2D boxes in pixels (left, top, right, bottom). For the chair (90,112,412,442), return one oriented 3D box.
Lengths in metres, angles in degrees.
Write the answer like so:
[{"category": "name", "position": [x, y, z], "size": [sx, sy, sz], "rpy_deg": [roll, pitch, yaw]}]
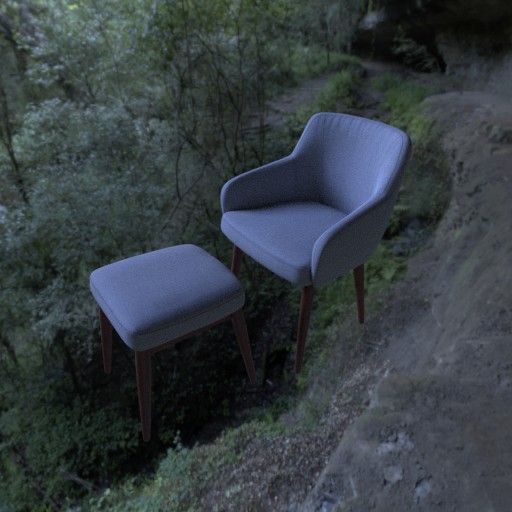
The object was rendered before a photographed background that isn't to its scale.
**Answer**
[{"category": "chair", "position": [0.000, 0.000, 1.575], "size": [1.107, 0.799, 0.584], "rpy_deg": [-20, 36, -30]}]
